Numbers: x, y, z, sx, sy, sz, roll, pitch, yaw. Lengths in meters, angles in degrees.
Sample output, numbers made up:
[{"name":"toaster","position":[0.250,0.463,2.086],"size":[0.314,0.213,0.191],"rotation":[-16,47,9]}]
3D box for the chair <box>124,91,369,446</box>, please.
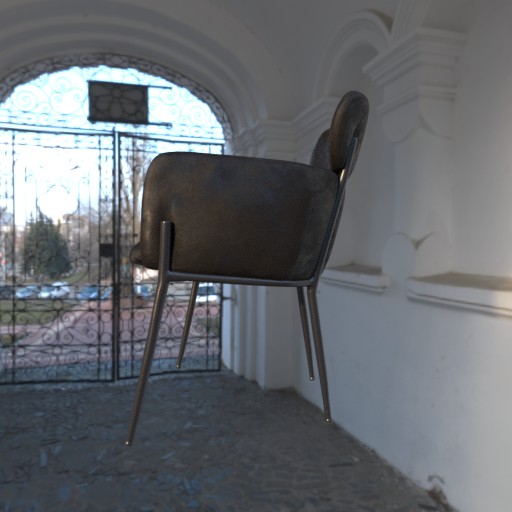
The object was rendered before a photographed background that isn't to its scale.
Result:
[{"name":"chair","position":[0.000,0.000,1.266],"size":[0.604,0.818,0.640],"rotation":[0,2,0]}]
